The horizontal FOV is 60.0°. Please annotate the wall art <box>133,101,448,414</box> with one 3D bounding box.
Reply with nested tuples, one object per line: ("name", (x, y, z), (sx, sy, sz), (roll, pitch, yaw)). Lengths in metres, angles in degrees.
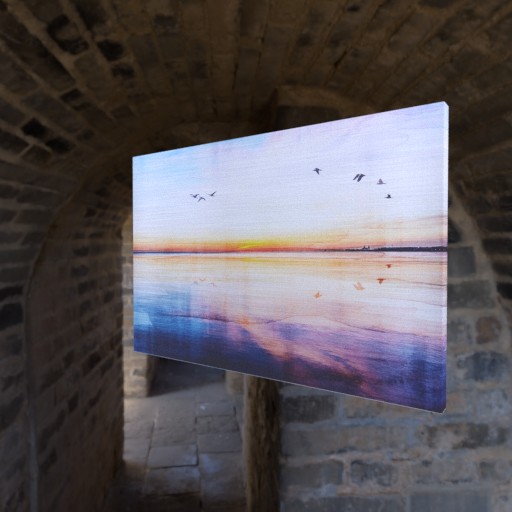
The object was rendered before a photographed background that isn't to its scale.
("wall art", (0.000, 0.000, 1.134), (0.911, 0.605, 0.037), (1, 1, 35))
